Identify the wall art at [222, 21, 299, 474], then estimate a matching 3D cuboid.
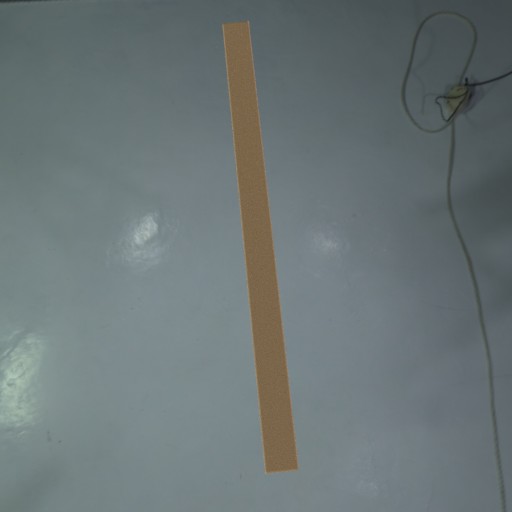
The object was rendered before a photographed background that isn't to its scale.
[{"bbox_3d":[0.000,0.000,0.777,0.039,0.407,0.609,-5,77,-1],"label":"wall art"}]
